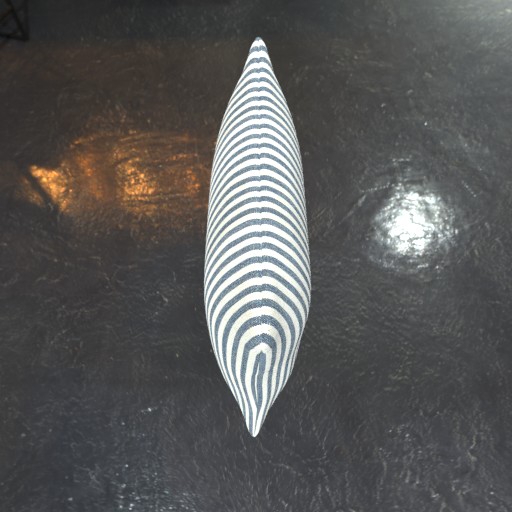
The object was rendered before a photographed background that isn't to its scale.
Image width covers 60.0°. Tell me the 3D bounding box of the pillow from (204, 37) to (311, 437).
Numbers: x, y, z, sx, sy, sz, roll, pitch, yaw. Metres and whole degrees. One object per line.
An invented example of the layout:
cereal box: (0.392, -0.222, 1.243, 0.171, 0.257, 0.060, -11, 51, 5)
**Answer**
pillow: (0.000, 0.000, 0.786, 0.166, 0.510, 0.523, 0, 58, 0)
